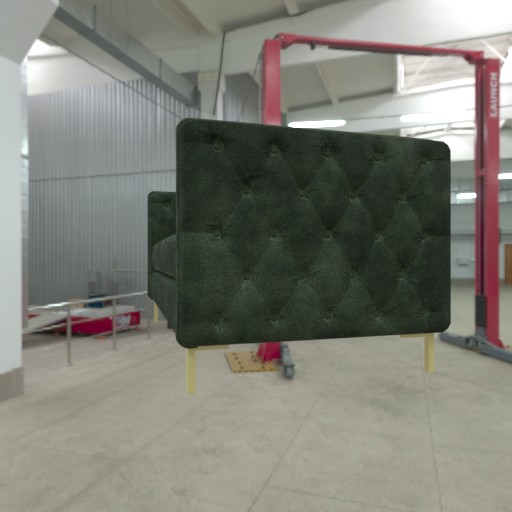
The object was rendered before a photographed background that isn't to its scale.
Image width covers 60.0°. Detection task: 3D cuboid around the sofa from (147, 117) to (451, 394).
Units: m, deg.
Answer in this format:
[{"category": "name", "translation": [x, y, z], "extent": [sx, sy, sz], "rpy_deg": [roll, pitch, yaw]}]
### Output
[{"category": "sofa", "translation": [0.000, 0.000, 2.026], "extent": [0.895, 0.768, 1.537], "rpy_deg": [0, 0, -17]}]
